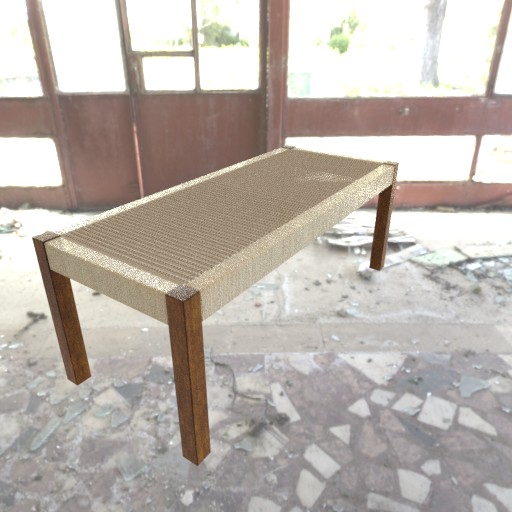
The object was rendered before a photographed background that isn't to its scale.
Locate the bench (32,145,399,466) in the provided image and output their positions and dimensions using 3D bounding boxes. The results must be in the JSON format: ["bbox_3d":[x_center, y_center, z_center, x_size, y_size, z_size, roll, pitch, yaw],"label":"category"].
[{"bbox_3d":[0.000,0.000,1.499,0.507,0.457,1.198,18,32,31],"label":"bench"}]
